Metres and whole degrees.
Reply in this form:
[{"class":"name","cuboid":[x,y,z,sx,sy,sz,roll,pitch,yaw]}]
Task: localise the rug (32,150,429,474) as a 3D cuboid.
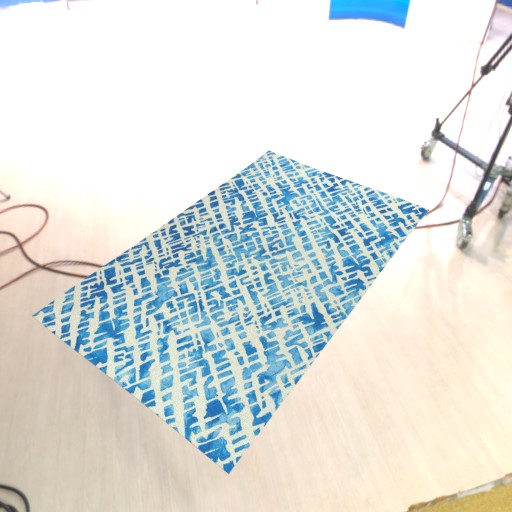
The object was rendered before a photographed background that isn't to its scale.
[{"class":"rug","cuboid":[0.000,0.000,3.037,1.520,0.011,2.447,27,49,26]}]
